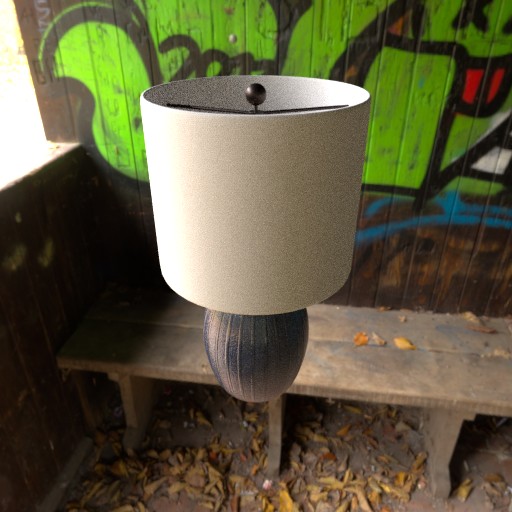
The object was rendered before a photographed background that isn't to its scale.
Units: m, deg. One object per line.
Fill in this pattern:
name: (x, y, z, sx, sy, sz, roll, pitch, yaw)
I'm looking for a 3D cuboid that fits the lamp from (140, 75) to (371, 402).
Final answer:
lamp: (0.000, 0.000, 0.777, 0.329, 0.570, 0.329, -10, 31, -18)
